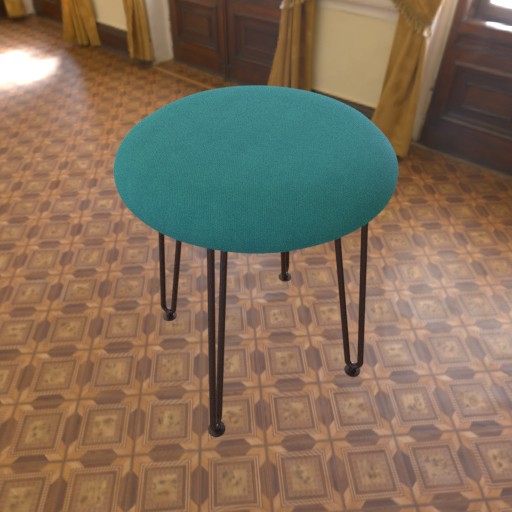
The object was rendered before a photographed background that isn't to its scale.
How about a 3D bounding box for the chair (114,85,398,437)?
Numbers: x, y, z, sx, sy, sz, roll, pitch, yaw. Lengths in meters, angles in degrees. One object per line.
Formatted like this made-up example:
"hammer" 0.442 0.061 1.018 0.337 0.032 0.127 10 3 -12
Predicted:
"chair" 0.000 0.000 0.676 0.350 0.430 0.350 -27 49 -26
